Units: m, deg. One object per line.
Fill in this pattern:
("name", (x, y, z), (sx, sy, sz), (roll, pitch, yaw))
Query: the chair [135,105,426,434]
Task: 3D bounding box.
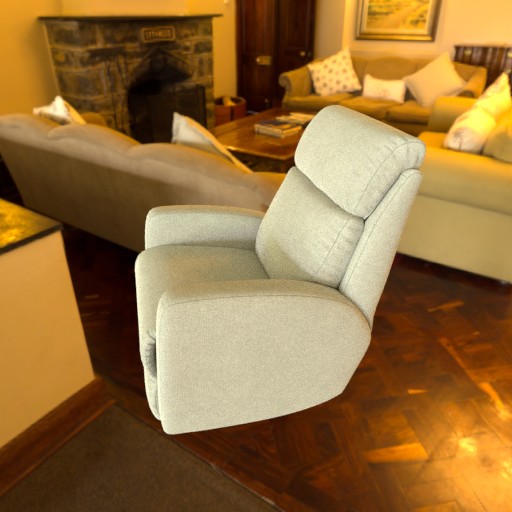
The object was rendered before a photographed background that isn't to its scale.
("chair", (0.000, 0.000, 1.711), (0.941, 1.015, 0.812), (-8, 30, -13))
